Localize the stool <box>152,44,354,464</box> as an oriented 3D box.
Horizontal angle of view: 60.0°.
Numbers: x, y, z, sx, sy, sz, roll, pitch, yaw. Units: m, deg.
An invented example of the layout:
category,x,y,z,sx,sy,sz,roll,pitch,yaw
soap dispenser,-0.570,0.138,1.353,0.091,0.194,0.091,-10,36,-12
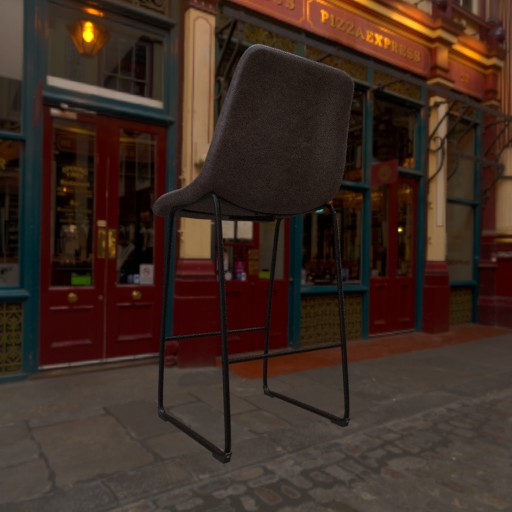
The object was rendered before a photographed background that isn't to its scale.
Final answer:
category,x,y,z,sx,sy,sz,roll,pitch,yaw
stool,0.000,0.000,1.431,0.514,1.082,0.561,0,-1,-35
